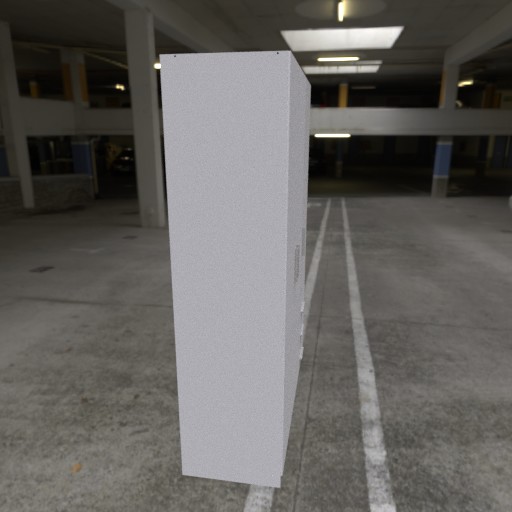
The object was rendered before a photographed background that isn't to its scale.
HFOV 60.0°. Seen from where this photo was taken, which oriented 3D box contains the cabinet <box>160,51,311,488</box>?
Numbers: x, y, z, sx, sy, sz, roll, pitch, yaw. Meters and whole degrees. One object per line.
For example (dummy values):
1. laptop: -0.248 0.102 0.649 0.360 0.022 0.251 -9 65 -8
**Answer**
1. cabinet: 0.000 0.000 2.497 0.510 1.910 1.290 3 16 10
